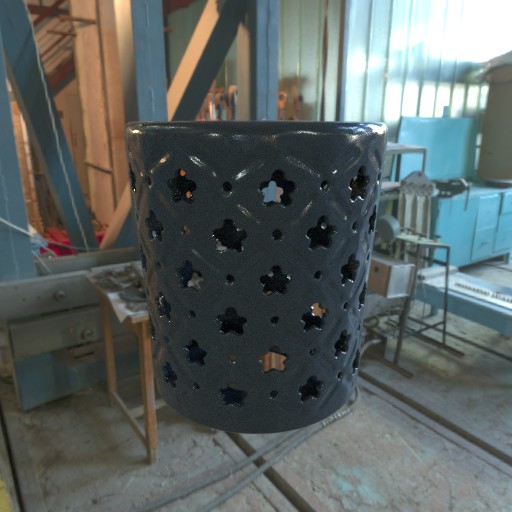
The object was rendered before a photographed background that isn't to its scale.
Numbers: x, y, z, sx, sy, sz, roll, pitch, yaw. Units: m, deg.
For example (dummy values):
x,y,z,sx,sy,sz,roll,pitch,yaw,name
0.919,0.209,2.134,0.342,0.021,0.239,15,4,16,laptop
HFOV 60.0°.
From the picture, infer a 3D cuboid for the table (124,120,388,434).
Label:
x,y,z,sx,sy,sz,roll,pitch,yaw,name
0.000,0.000,0.660,0.352,0.387,0.352,0,16,0,table
